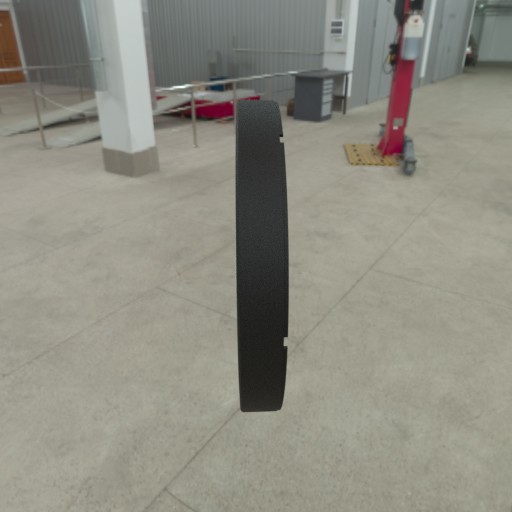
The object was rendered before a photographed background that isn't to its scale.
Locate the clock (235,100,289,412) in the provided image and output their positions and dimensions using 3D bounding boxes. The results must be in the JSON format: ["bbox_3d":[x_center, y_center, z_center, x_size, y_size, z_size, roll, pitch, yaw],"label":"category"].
[{"bbox_3d":[0.000,0.000,0.442,0.040,0.293,0.293,-1,27,-1],"label":"clock"}]
